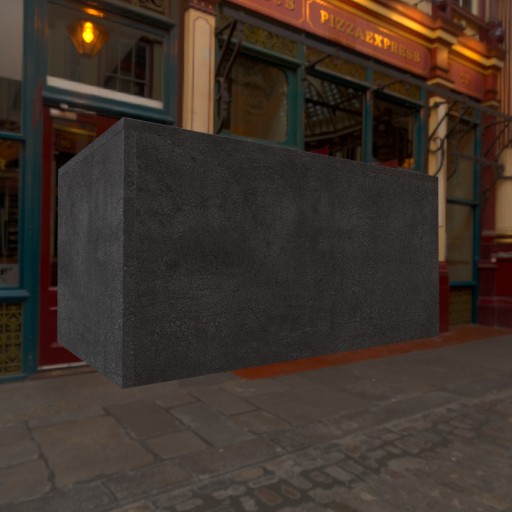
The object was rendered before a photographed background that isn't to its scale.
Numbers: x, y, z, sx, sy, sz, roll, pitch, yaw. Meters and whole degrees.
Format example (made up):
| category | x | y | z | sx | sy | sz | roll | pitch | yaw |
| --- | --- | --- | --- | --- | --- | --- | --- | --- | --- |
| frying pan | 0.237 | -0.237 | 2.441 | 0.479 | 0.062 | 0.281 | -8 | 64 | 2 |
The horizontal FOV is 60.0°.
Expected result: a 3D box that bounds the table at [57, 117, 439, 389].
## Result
| category | x | y | z | sx | sy | sz | roll | pitch | yaw |
| --- | --- | --- | --- | --- | --- | --- | --- | --- | --- |
| table | 0.000 | 0.000 | 0.935 | 0.700 | 0.350 | 0.400 | 0 | -1 | -35 |
